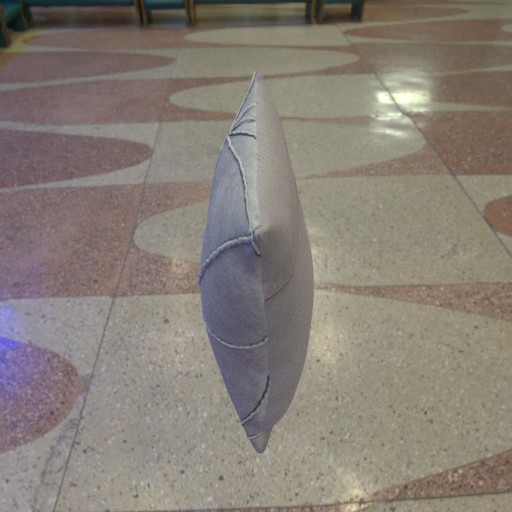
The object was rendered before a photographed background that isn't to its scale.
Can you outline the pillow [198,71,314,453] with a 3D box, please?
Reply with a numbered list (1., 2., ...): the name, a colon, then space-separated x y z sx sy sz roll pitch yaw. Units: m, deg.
1. pillow: 0.000 0.000 0.706 0.185 0.440 0.439 0 41 0
